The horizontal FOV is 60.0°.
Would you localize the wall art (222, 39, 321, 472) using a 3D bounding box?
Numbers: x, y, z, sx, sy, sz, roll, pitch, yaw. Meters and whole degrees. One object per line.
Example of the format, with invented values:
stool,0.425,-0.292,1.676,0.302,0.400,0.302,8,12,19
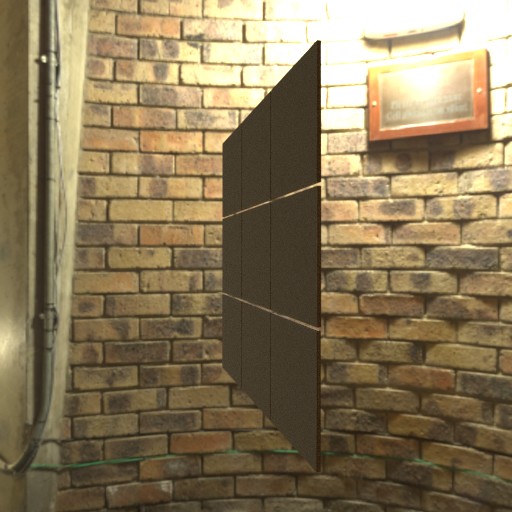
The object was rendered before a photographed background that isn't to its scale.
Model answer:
wall art,0.000,0.000,1.380,0.010,0.917,0.919,0,0,-17
